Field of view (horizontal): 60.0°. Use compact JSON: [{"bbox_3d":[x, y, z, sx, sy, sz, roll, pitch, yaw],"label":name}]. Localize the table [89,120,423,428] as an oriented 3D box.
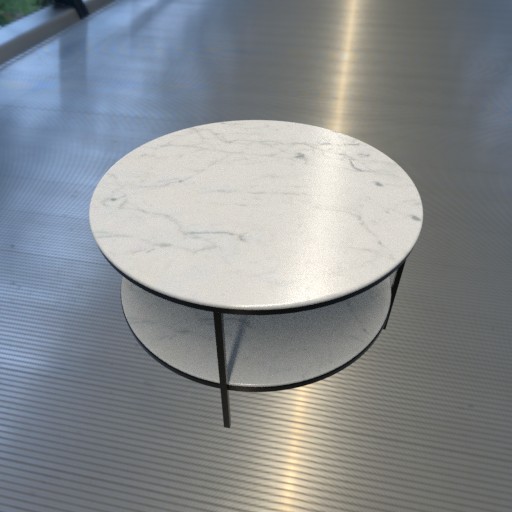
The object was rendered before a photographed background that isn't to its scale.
[{"bbox_3d":[0.000,0.000,1.248,0.800,0.450,0.800,0,41,0],"label":"table"}]
